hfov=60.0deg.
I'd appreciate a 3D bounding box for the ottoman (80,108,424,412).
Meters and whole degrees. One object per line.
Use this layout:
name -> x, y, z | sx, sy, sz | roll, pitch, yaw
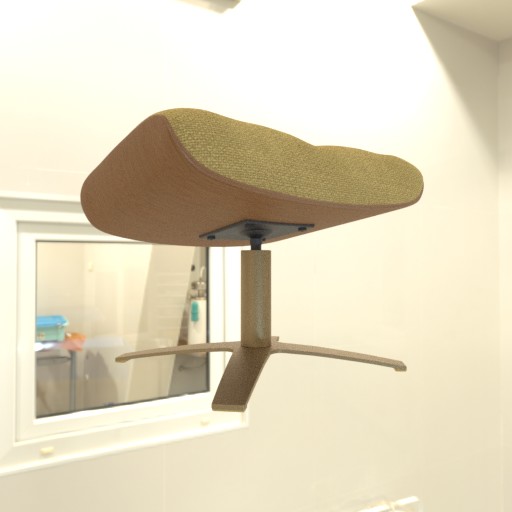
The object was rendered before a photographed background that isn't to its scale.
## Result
ottoman -> 0.000, 0.000, 0.803 | 0.520, 0.391, 0.394 | 1, -1, -37
